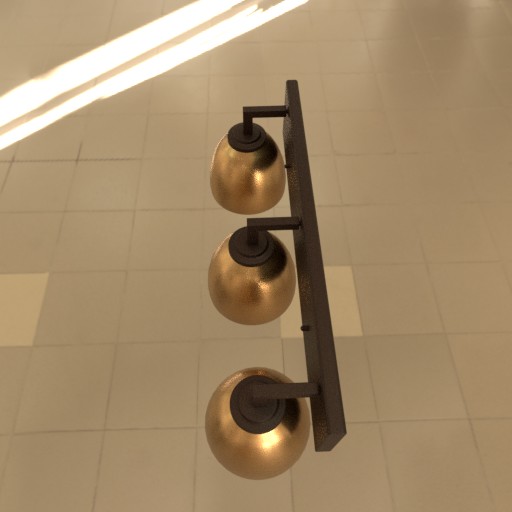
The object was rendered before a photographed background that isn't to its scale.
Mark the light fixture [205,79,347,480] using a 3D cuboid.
[{"bbox_3d":[0.000,0.000,0.660,0.157,0.204,0.582,-2,58,-1],"label":"light fixture"}]
